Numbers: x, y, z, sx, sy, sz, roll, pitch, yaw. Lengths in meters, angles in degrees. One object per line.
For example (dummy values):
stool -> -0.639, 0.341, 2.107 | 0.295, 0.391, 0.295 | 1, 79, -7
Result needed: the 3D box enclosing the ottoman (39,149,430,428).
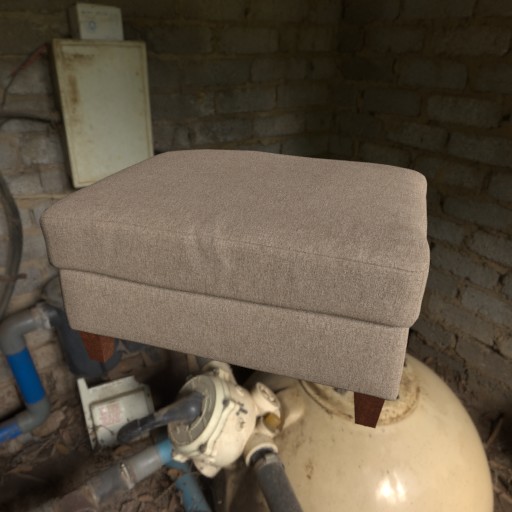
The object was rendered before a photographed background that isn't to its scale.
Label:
ottoman -> 0.000, 0.000, 1.283 | 0.889, 0.511, 0.692 | 8, 27, 17
